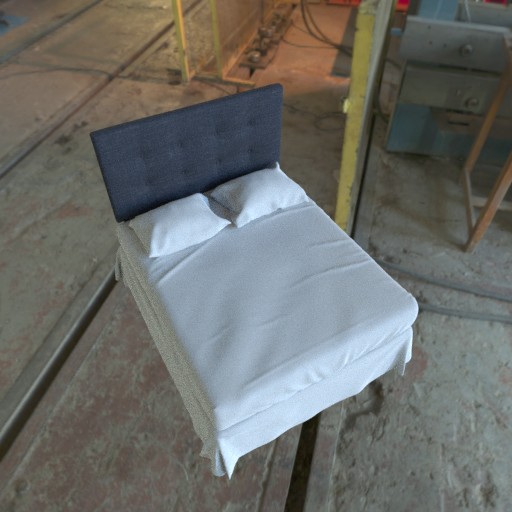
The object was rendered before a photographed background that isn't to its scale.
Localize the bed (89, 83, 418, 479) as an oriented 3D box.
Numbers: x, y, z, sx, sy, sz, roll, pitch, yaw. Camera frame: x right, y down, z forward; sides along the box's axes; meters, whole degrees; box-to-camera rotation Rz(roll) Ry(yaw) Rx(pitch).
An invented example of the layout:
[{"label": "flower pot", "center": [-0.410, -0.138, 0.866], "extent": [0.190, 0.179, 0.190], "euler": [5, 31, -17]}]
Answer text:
[{"label": "bed", "center": [0.000, 0.000, 3.433], "extent": [1.936, 1.577, 2.222], "euler": [-22, 50, -20]}]
